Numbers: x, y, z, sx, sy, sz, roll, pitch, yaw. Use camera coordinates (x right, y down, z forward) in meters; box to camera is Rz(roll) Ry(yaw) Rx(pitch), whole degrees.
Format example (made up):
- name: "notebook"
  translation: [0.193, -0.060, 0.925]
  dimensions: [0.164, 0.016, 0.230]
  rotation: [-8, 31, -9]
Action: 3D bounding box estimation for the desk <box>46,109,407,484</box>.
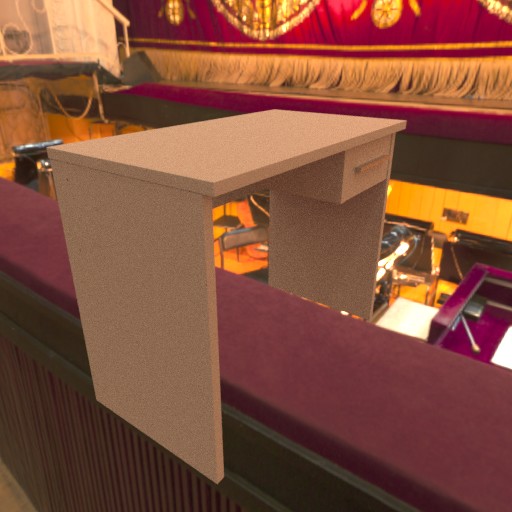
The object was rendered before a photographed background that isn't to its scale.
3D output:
- name: "desk"
  translation: [0.000, 0.000, 1.334]
  dimensions: [0.498, 0.729, 0.900]
  rotation: [17, 30, 33]
